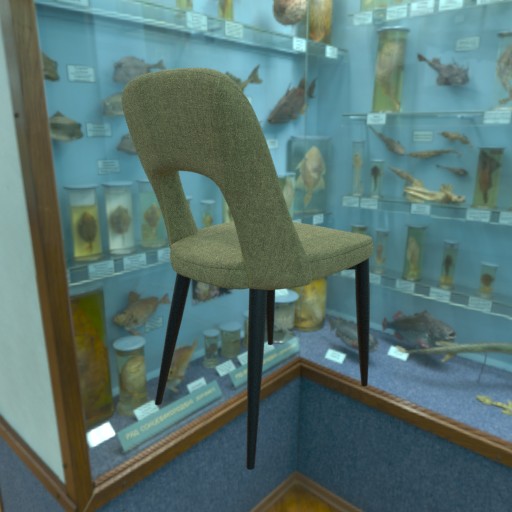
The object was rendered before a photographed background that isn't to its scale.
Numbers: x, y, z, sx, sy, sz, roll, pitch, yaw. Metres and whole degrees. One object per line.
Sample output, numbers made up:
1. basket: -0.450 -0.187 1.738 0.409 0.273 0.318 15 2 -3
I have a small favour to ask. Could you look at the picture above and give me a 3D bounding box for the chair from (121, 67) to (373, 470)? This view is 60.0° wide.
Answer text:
1. chair: 0.000 0.000 1.257 0.470 0.931 0.612 15 21 42
